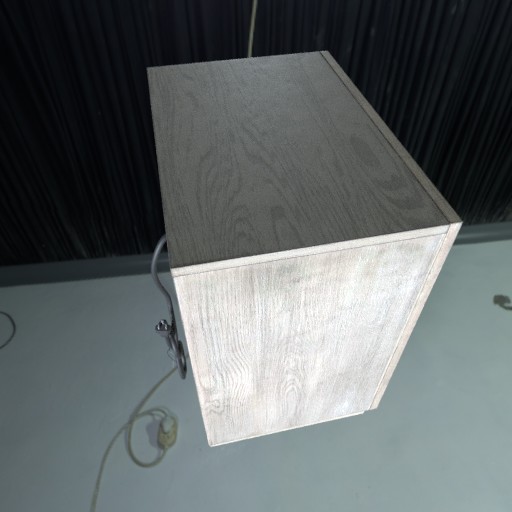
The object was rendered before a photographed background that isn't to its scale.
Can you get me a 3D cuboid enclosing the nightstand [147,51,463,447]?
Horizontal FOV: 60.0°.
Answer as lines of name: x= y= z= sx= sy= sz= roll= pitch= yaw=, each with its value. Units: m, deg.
nightstand: x=0.000 y=0.000 z=1.054 sx=0.483 sy=0.673 sz=0.612 roll=-9 pitch=48 yaw=-8
